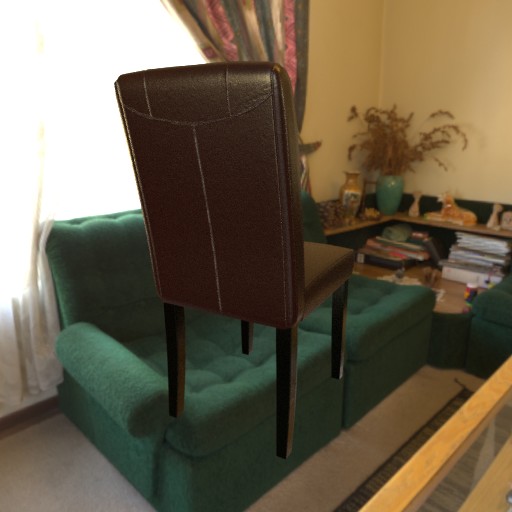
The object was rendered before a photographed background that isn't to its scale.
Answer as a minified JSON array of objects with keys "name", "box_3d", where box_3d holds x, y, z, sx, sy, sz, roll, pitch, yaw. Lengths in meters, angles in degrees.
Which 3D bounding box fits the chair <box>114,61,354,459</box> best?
[{"name":"chair","box_3d":[0.000,0.000,1.194,0.399,0.897,0.556,9,18,27]}]
